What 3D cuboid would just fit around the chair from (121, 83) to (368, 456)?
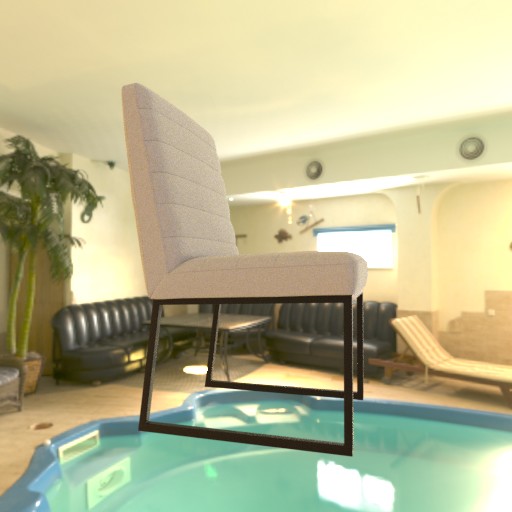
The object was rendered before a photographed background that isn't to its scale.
[{"bbox_3d":[0.000,0.000,1.327,0.634,0.930,0.520,0,-1,17],"label":"chair"}]
